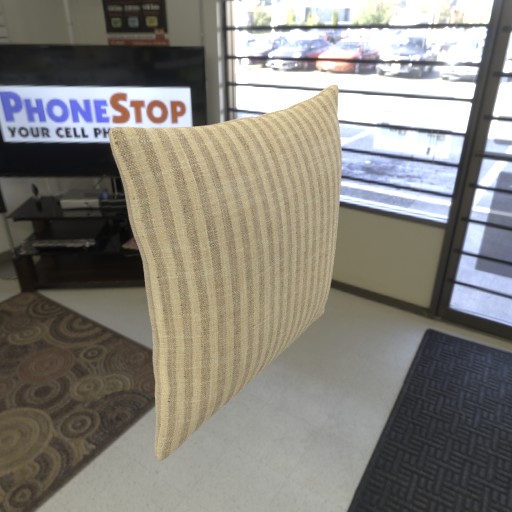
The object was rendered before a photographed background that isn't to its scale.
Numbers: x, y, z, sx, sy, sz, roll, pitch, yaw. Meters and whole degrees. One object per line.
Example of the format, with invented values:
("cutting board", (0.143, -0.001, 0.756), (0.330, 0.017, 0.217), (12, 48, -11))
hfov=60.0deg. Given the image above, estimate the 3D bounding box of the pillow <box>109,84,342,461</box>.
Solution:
("pillow", (0.000, 0.000, 0.763), (0.166, 0.510, 0.523), (19, 33, 32))
